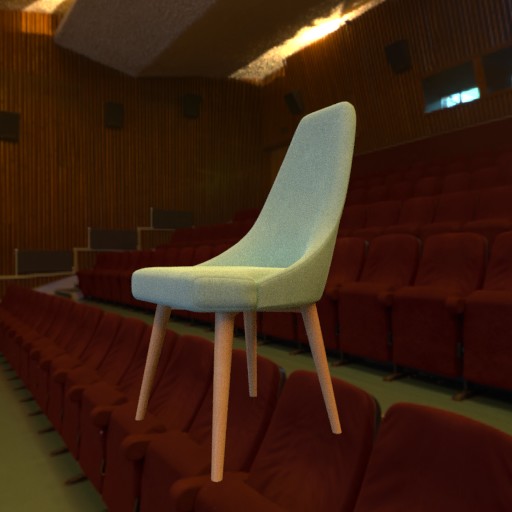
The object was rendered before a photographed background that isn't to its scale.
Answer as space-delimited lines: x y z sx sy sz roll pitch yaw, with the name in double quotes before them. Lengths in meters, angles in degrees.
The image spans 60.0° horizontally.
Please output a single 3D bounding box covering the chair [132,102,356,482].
"chair" 0.000 0.000 1.377 0.660 1.040 0.510 0 0 -36
